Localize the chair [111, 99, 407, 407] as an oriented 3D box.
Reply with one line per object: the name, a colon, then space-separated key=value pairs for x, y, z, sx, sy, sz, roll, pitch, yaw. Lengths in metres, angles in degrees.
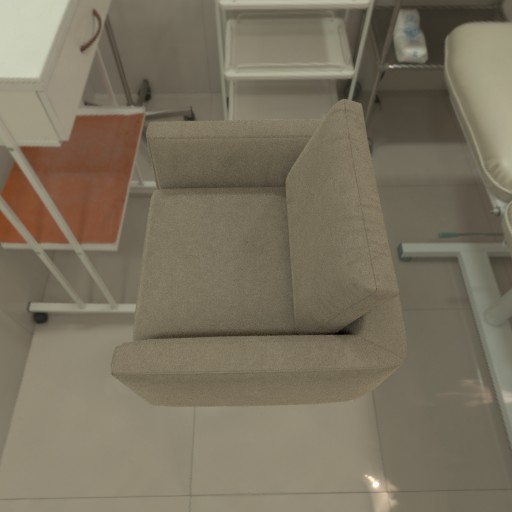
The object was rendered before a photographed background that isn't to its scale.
chair: x=0.000 y=0.000 z=1.679 sx=0.889 sy=0.864 sz=1.041 roll=-1 pitch=59 yaw=-1
